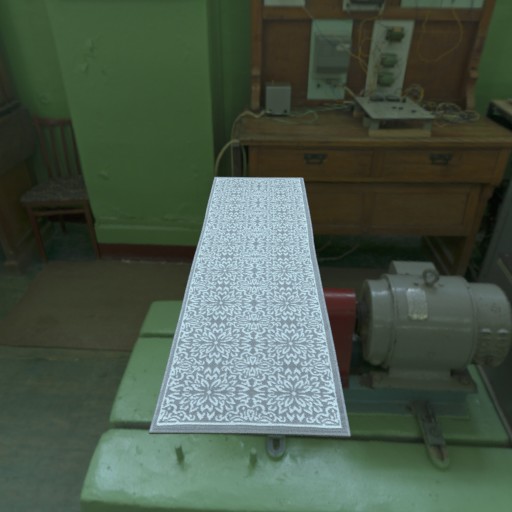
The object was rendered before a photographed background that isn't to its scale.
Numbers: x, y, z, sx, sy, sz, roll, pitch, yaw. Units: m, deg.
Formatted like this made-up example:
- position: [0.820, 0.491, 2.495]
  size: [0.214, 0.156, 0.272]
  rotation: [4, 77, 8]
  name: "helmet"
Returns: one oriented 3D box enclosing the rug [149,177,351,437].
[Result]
- position: [0.000, 0.000, 2.373]
  size: [0.662, 0.011, 2.196]
  rotation: [1, 32, 1]
  name: "rug"
